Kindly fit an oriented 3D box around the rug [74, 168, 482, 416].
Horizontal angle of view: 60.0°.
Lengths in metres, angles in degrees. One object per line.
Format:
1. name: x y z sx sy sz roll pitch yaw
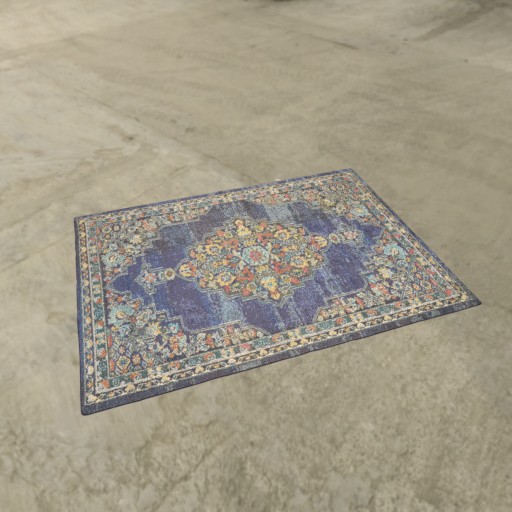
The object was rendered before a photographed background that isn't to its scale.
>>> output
1. rug: 0.000 0.000 2.876 2.232 0.009 1.630 -12 43 -14
